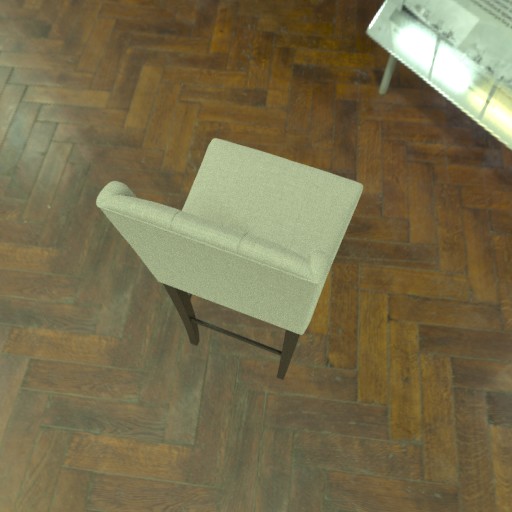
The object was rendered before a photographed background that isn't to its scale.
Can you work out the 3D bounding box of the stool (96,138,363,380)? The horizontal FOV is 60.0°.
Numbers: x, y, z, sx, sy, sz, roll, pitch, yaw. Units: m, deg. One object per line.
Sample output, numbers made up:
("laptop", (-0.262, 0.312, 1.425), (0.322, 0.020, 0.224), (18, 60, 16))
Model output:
("stool", (0.000, 0.000, 1.357), (0.474, 1.116, 0.509), (19, 66, 9))
